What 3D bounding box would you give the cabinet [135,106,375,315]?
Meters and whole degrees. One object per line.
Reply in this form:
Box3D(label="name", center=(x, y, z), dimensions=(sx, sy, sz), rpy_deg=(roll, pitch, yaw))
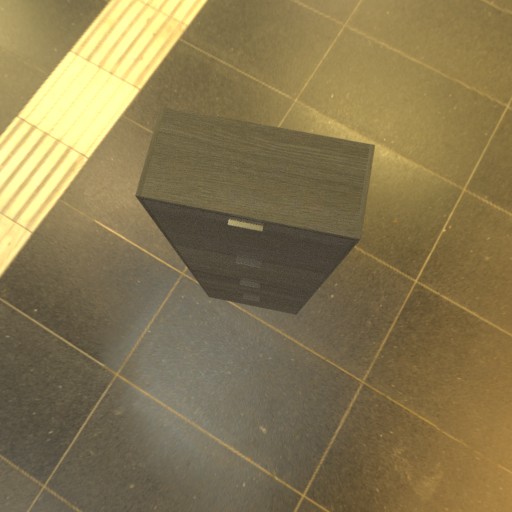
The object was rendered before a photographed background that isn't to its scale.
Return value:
Box3D(label="cabinet", center=(0.000, 0.000, 1.816), dimensions=(0.520, 1.630, 0.255), rpy_deg=(11, 77, 3))
